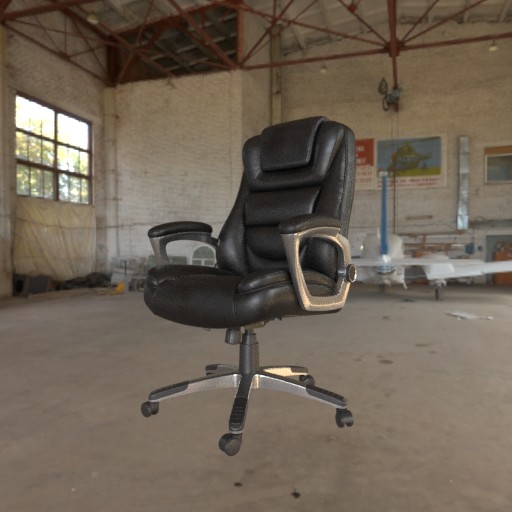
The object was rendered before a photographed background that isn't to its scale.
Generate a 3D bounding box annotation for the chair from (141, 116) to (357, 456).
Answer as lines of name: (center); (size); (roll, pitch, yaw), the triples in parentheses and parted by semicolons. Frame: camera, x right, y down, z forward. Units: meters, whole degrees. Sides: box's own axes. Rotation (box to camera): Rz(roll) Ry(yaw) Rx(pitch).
chair: (0.000, 0.000, 1.552); (0.697, 1.075, 0.689); (1, 1, 38)
